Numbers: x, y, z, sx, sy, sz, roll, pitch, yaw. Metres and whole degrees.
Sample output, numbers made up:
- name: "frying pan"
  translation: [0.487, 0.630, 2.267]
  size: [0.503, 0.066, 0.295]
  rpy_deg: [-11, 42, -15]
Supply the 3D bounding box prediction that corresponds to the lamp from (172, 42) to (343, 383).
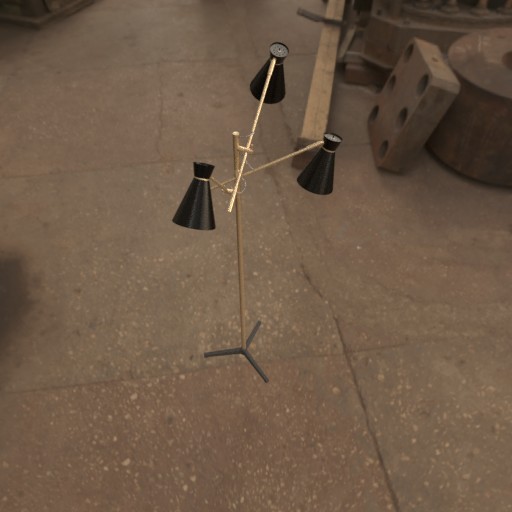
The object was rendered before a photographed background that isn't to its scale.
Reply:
- name: "lamp"
  translation: [0.000, 0.000, 2.158]
  size: [0.653, 1.804, 0.750]
  rpy_deg: [-4, 47, -4]
